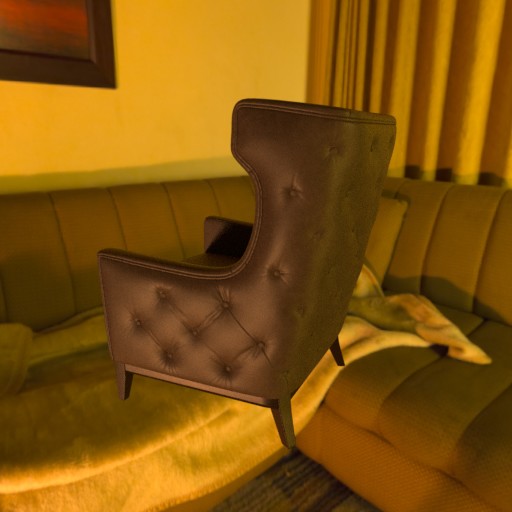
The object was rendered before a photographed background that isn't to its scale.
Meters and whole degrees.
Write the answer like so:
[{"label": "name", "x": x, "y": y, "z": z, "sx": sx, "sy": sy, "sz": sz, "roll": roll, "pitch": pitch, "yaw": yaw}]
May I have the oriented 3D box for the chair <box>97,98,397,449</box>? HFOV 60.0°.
[{"label": "chair", "x": 0.000, "y": 0.000, "z": 1.675, "sx": 0.899, "sy": 1.079, "sz": 0.769, "roll": 8, "pitch": 18, "yaw": 26}]
